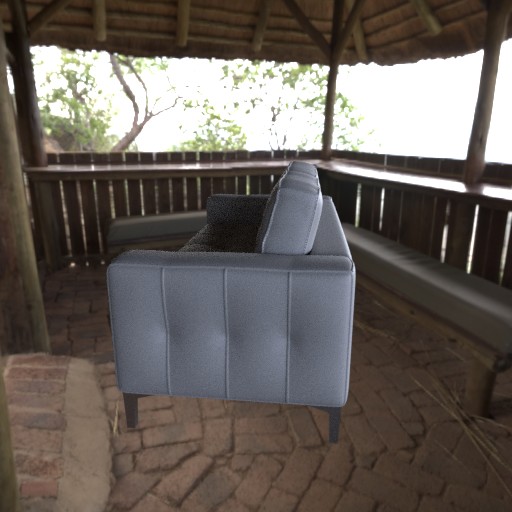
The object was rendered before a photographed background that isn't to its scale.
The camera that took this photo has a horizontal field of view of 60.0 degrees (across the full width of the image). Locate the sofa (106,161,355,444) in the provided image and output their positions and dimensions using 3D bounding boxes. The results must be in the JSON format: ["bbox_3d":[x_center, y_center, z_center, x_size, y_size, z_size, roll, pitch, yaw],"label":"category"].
[{"bbox_3d":[0.000,0.000,2.268,0.833,0.892,1.726,2,16,6],"label":"sofa"}]
